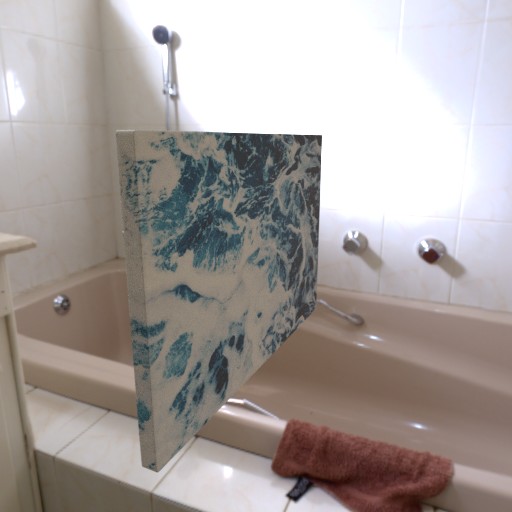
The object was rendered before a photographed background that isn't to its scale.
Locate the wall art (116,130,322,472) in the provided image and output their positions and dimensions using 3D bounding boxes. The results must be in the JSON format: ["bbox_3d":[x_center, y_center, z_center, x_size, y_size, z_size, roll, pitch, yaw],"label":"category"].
[{"bbox_3d":[0.000,0.000,1.143,0.042,0.610,0.915,7,16,25],"label":"wall art"}]
